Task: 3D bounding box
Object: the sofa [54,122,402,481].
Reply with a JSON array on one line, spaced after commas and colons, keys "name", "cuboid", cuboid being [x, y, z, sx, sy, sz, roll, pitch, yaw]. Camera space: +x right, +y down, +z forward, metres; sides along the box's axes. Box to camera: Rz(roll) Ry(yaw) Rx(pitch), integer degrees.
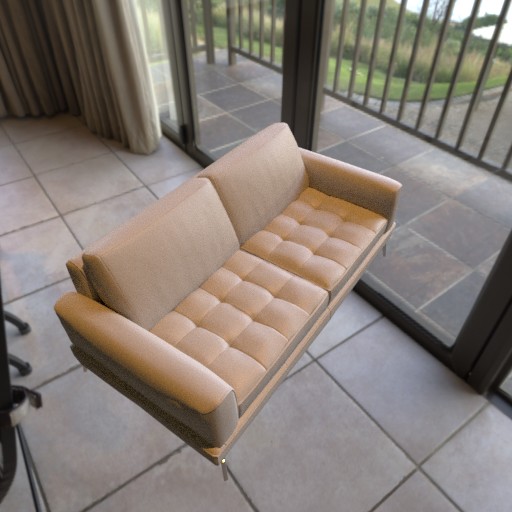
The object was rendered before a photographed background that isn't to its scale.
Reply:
[{"name": "sofa", "cuboid": [0.000, 0.000, 2.784, 1.121, 0.930, 2.177, 26, 49, 25]}]
